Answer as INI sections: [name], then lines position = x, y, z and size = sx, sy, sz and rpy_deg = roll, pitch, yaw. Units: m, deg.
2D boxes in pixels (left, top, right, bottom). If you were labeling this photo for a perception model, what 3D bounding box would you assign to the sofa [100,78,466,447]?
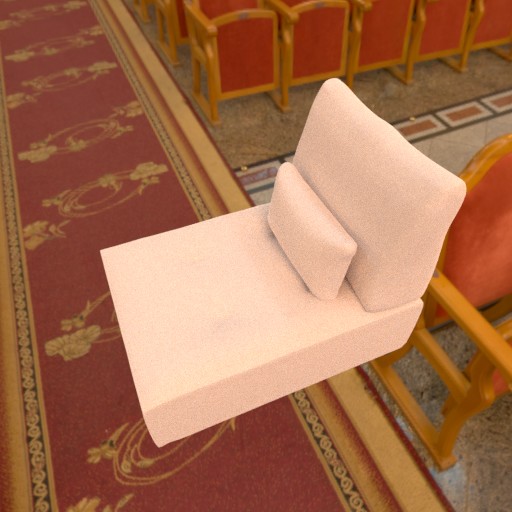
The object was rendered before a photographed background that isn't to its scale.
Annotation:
[sofa]
position = 0.000, 0.000, 1.525
size = 1.000, 0.820, 0.700
rpy_deg = -17, 49, -16
